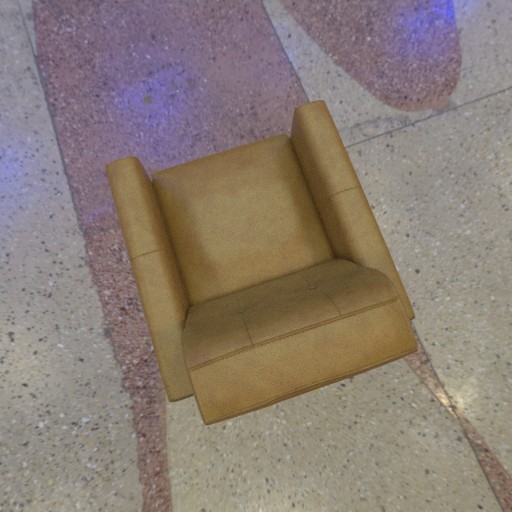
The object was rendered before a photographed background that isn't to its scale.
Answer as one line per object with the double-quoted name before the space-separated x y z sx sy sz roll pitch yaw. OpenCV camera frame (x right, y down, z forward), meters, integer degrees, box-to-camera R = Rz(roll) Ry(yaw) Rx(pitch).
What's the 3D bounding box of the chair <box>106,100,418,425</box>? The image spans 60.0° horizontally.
"chair" 0.000 0.000 1.625 0.845 0.968 0.942 -18 77 -4
